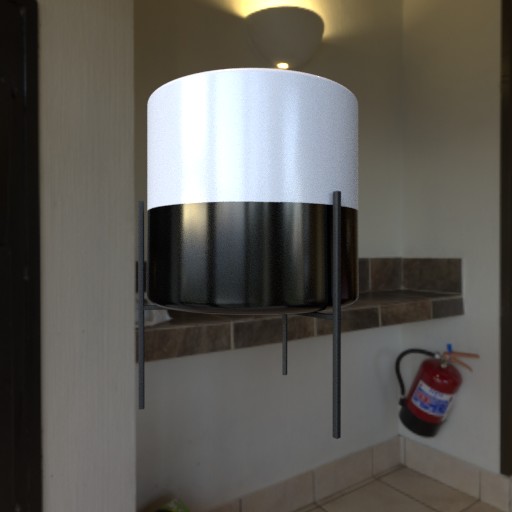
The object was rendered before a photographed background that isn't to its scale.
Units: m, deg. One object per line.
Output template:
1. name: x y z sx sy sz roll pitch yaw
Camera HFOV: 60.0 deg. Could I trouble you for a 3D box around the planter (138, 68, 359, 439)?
1. planter: 0.000 0.000 0.652 0.310 0.432 0.310 0 1 36
